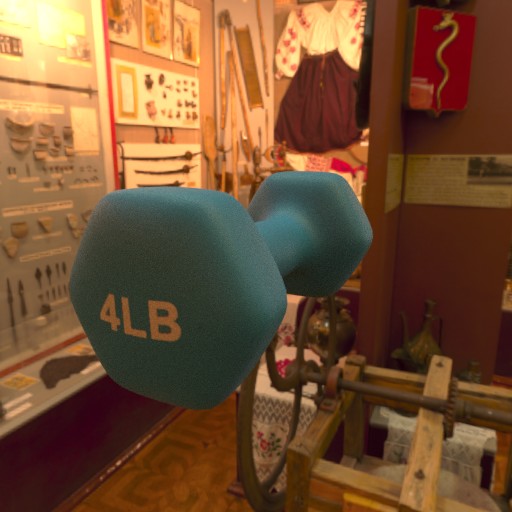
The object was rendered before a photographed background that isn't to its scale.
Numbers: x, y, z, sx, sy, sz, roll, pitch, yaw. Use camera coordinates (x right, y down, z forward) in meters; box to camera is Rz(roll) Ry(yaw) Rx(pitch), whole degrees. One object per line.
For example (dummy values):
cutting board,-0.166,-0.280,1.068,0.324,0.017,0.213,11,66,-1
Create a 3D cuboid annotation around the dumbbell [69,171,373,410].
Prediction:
dumbbell,0.000,0.000,0.190,0.074,0.066,0.152,7,15,26
